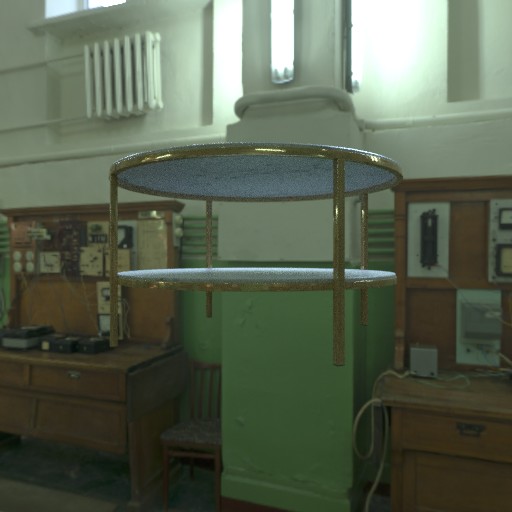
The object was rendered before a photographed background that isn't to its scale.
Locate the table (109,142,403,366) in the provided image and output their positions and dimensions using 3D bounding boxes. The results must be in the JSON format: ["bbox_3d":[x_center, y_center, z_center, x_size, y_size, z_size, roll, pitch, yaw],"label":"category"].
[{"bbox_3d":[0.000,0.000,1.269,0.800,0.450,0.800,0,0,0],"label":"table"}]
